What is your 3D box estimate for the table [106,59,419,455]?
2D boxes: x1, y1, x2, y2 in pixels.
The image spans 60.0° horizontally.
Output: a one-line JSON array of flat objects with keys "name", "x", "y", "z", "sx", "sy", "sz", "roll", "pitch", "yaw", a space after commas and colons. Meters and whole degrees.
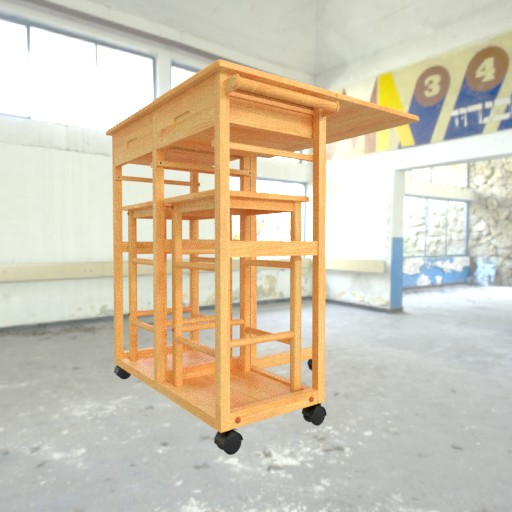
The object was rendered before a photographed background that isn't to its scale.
[{"name": "table", "x": 0.000, "y": 0.000, "z": 1.391, "sx": 0.693, "sy": 0.832, "sz": 0.752, "roll": -1, "pitch": 2, "yaw": -36}]
